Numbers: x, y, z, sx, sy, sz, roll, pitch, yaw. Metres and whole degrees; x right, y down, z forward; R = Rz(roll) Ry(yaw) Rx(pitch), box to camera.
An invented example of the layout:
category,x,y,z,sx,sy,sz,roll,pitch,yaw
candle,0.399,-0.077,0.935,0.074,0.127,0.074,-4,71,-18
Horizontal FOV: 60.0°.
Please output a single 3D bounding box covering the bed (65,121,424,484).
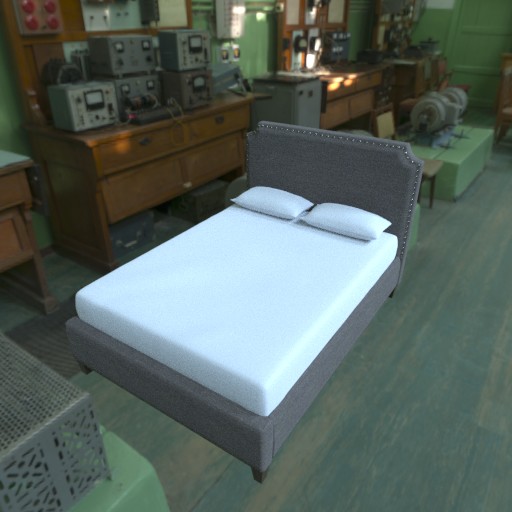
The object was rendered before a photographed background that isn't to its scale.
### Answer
category,x,y,z,sx,sy,sz,roll,pitch,yaw
bed,0.000,0.000,3.450,1.713,1.457,2.381,18,34,29
